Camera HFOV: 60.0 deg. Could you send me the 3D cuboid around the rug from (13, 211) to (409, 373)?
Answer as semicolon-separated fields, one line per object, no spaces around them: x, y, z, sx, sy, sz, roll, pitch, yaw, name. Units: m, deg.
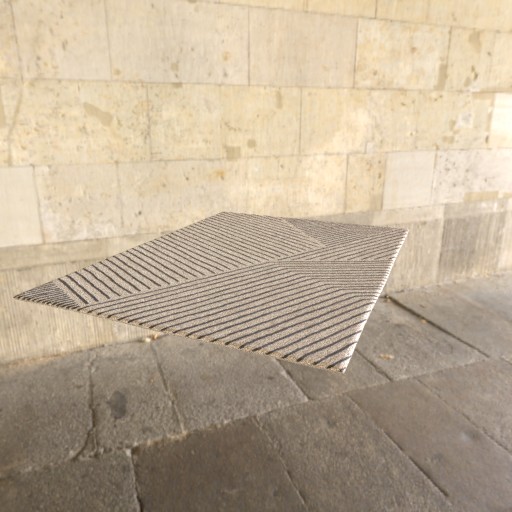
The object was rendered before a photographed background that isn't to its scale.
0.000;0.000;3.124;1.829;0.028;2.449;8;19;23;rug
